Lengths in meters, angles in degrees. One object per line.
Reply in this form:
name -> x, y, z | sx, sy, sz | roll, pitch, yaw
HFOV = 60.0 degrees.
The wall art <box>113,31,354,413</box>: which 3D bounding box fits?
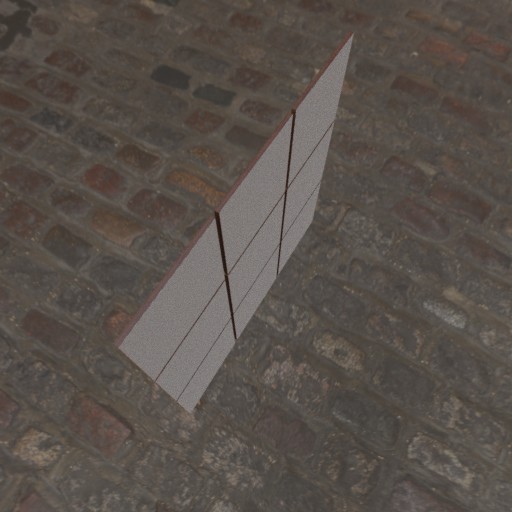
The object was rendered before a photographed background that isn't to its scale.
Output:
wall art -> 0.000, 0.000, 1.817 | 0.017, 1.246, 1.256 | 28, 67, 13
